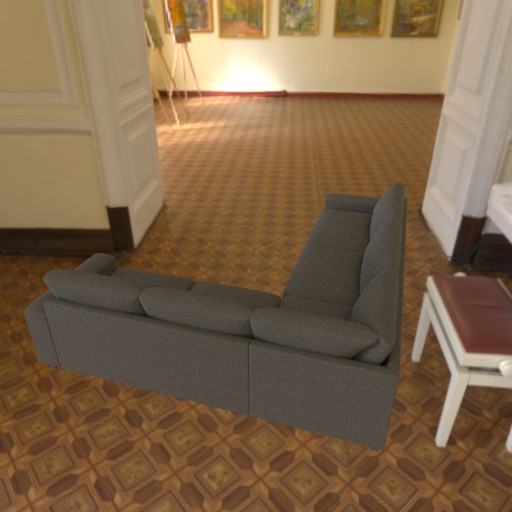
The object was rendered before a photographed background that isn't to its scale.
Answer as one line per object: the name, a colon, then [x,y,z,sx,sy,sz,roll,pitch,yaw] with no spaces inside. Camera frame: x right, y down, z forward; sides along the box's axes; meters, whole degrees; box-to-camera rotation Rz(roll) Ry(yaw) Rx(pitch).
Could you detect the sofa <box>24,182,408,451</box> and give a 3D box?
sofa: [0.000,0.000,4.600,2.895,0.965,3.277,9,31,15]
